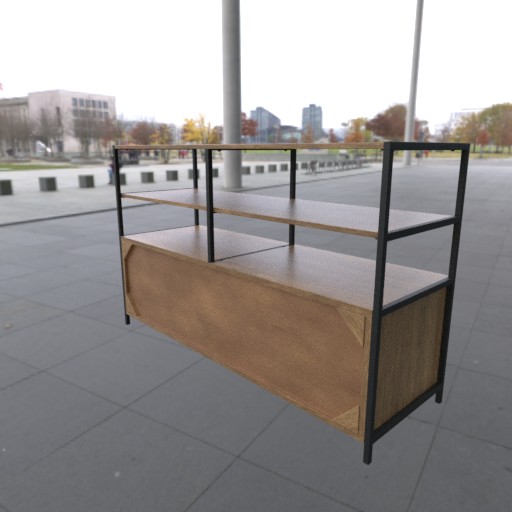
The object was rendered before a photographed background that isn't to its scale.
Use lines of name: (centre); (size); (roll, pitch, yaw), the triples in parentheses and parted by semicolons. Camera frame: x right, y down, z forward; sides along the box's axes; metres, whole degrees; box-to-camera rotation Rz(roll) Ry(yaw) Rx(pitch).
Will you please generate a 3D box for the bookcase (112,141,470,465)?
bookcase: (0.000, 0.000, 1.456); (0.391, 0.712, 1.149); (-13, 18, -42)
